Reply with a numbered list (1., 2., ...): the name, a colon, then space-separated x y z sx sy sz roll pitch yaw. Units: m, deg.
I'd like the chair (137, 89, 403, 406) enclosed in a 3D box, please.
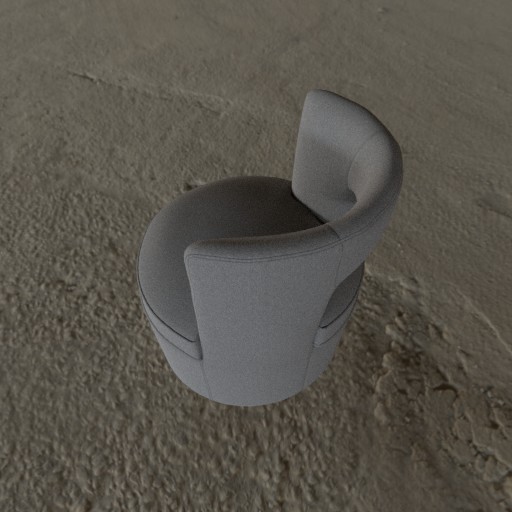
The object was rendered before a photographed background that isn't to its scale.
1. chair: 0.000 0.000 1.262 0.660 0.719 0.689 18 49 16
